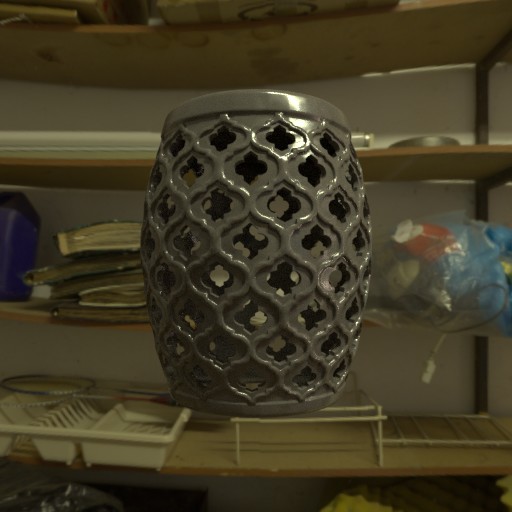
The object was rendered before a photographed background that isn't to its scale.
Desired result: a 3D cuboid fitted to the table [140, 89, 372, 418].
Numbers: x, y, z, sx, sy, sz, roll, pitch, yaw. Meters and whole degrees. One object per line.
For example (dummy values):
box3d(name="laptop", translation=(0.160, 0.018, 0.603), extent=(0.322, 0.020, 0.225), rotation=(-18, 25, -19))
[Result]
box3d(name="table", translation=(0.000, 0.000, 0.642), extent=(0.325, 0.388, 0.325), rotation=(0, -2, 0))
